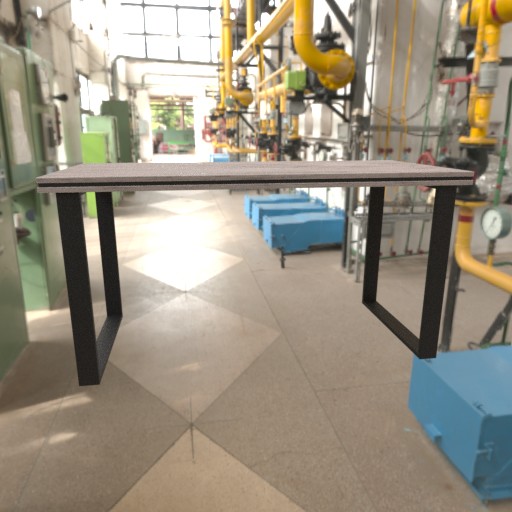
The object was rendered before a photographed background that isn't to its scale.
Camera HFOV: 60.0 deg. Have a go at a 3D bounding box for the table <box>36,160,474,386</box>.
[{"bbox_3d":[0.000,0.000,2.276,1.778,0.899,0.795,-2,16,-8],"label":"table"}]
